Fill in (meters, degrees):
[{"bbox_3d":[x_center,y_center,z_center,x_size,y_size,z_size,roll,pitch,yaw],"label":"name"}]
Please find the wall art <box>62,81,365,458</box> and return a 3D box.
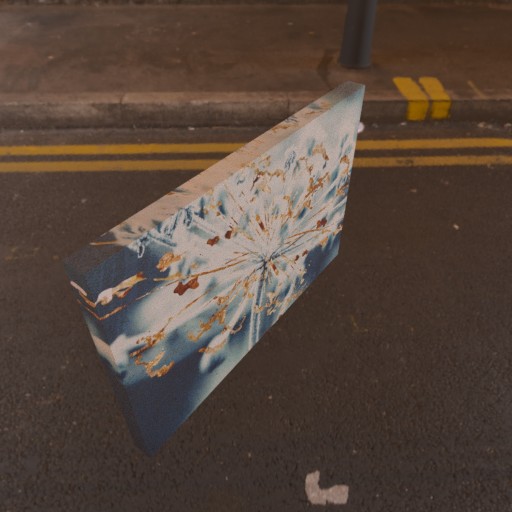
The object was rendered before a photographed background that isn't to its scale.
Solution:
[{"bbox_3d":[0.000,0.000,0.755,0.036,0.405,0.607,26,48,26],"label":"wall art"}]
